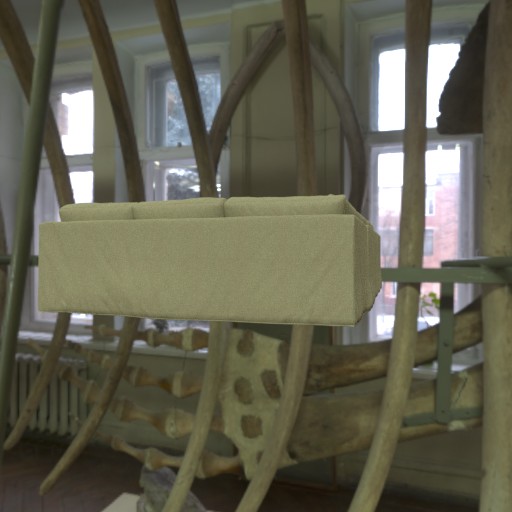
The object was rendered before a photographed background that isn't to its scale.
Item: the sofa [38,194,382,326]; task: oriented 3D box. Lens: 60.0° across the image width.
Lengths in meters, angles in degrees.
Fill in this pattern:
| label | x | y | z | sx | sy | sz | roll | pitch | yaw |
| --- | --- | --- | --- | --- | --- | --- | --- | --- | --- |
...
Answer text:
| label | x | y | z | sx | sy | sz | roll | pitch | yaw |
| --- | --- | --- | --- | --- | --- | --- | --- | --- | --- |
| sofa | 0.000 | 0.000 | 4.698 | 2.476 | 0.878 | 3.528 | 0 | 0 | 18 |
